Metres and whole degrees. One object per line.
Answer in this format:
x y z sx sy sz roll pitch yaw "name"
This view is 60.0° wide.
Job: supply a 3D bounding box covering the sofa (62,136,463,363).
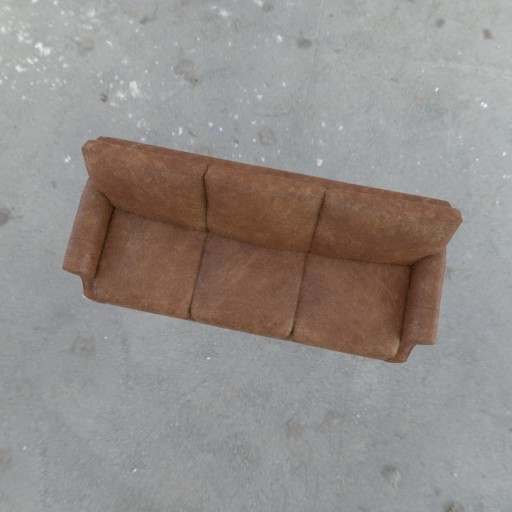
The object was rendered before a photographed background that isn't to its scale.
0.000 0.000 2.875 2.351 0.977 0.973 11 77 3 "sofa"
